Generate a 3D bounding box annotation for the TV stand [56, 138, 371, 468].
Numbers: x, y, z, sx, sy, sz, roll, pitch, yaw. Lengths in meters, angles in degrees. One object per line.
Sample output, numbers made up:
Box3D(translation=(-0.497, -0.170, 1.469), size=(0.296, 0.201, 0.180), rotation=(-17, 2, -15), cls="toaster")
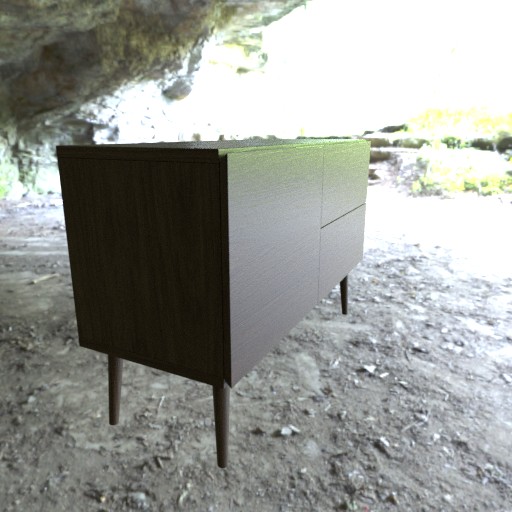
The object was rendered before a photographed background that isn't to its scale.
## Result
Box3D(translation=(0.000, 0.000, 1.322), size=(0.405, 0.660, 0.990), rotation=(8, 18, 26), cls="TV stand")
